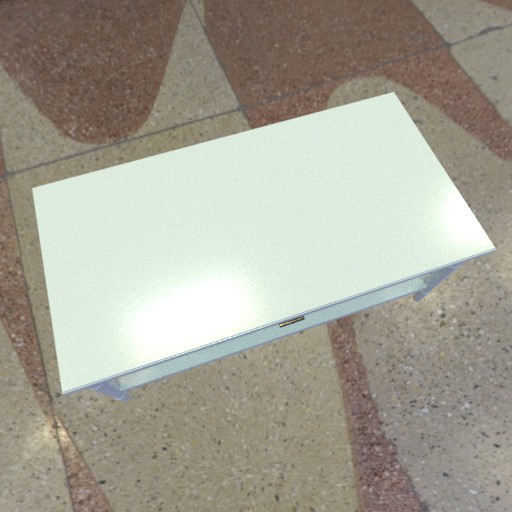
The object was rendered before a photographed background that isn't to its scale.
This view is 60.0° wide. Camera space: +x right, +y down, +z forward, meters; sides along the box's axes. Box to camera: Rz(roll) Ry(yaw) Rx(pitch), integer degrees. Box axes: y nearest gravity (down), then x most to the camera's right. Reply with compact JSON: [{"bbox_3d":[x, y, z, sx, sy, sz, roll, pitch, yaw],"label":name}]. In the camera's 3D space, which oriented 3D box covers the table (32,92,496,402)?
[{"bbox_3d":[0.000,0.000,1.340,1.067,0.457,0.559,-17,65,-8],"label":"table"}]
